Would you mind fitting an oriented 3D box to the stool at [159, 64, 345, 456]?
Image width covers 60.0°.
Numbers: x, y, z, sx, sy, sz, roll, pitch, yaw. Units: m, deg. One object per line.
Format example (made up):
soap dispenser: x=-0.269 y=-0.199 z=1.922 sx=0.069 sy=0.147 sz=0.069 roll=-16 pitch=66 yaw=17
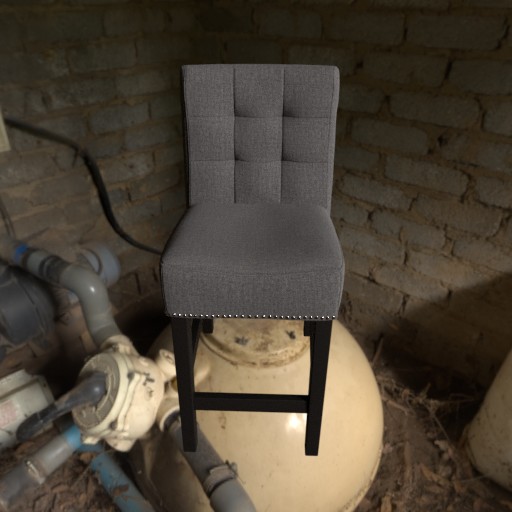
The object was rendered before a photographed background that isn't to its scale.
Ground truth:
stool: x=0.000 y=0.000 z=1.188 sx=0.427 sy=0.885 sz=0.571 roll=1 pitch=31 yaw=2
